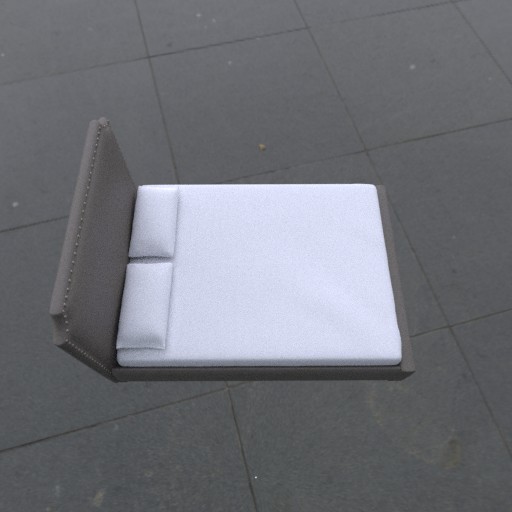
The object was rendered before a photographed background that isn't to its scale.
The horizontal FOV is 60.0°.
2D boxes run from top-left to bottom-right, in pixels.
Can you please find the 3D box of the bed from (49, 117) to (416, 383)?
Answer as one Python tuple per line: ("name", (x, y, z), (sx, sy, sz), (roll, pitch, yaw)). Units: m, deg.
("bed", (0.000, 0.000, 3.416), (2.372, 1.443, 1.712), (0, 63, 0))
